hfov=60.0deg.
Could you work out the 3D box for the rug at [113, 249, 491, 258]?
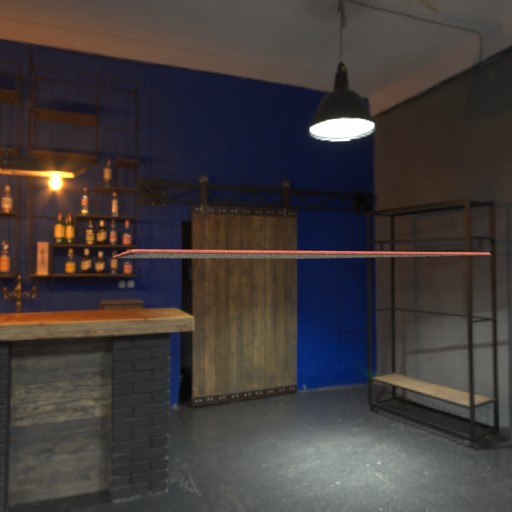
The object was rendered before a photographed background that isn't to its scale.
[{"bbox_3d":[0.000,0.000,4.071,2.430,0.018,2.976,0,-1,-20],"label":"rug"}]
